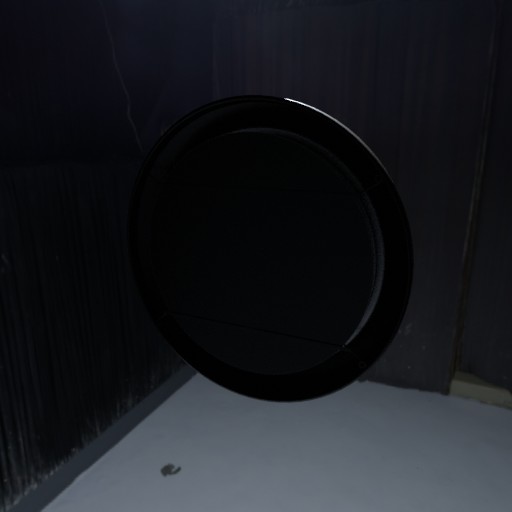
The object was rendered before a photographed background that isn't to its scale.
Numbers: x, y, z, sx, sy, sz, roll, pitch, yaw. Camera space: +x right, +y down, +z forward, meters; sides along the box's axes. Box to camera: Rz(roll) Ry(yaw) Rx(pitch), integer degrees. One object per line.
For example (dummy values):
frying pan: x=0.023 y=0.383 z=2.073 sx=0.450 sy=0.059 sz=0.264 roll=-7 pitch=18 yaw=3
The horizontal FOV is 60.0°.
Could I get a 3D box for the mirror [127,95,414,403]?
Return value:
mirror: x=0.000 y=0.000 z=1.336 sx=0.907 sy=0.907 sz=0.111 roll=7 pitch=16 yaw=25
